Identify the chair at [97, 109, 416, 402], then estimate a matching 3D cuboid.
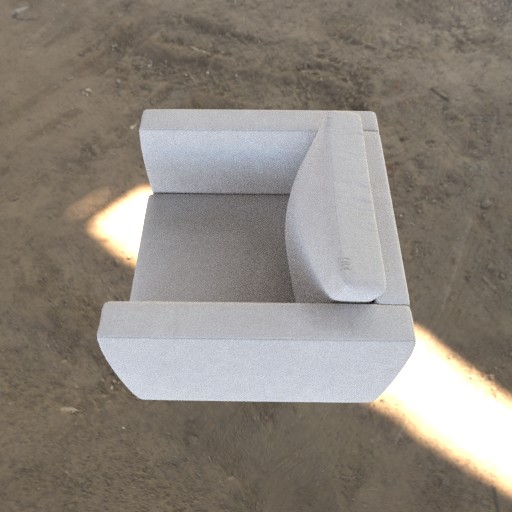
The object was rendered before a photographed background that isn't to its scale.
[{"bbox_3d":[0.000,0.000,1.732,0.930,0.860,1.000,1,59,0],"label":"chair"}]
